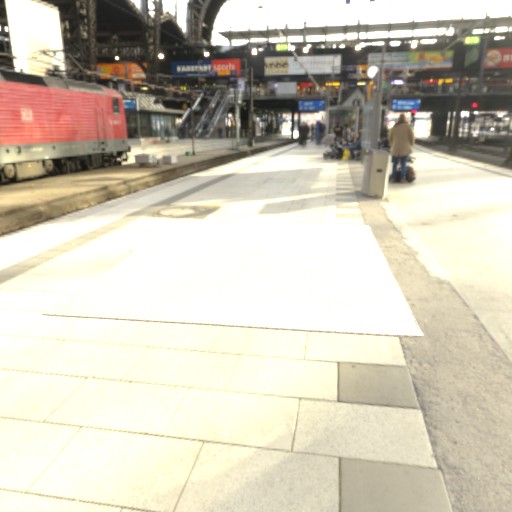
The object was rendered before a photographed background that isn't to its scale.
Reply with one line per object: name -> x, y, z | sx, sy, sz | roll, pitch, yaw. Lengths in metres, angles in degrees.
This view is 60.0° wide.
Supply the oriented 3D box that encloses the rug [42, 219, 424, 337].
rug -> 0.000, 0.000, 3.959 | 2.277, 0.035, 2.897 | 2, 16, 8
